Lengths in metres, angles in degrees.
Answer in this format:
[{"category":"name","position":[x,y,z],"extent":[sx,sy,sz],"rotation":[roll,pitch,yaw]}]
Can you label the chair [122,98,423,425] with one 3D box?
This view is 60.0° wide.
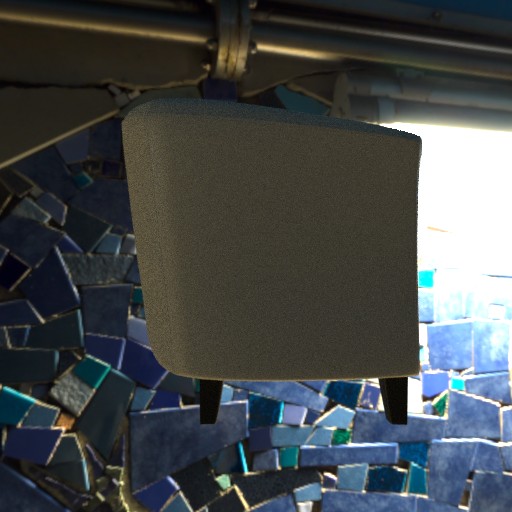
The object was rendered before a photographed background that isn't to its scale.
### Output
[{"category":"chair","position":[0.000,0.000,1.306],"extent":[0.727,0.756,0.792],"rotation":[0,-1,0]}]
